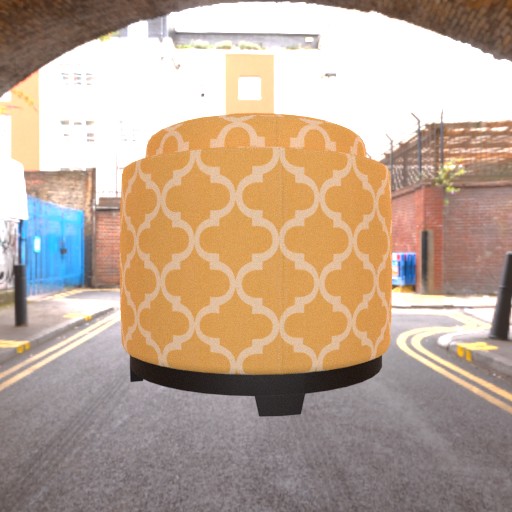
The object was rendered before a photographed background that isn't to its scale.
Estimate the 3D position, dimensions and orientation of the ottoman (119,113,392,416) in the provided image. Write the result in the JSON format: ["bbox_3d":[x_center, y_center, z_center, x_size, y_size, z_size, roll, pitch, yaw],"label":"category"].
[{"bbox_3d":[0.000,0.000,0.816,0.480,0.429,0.480,0,0,0],"label":"ottoman"}]
